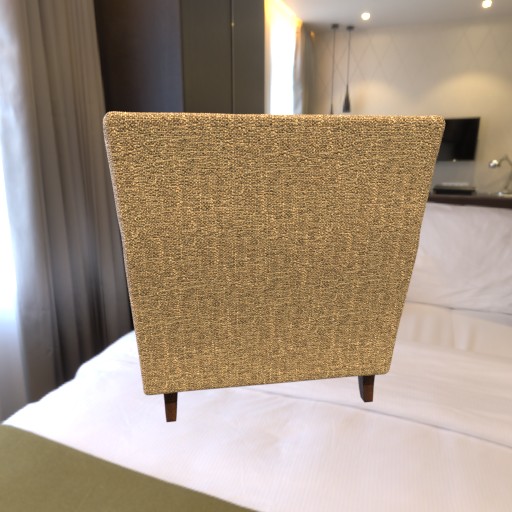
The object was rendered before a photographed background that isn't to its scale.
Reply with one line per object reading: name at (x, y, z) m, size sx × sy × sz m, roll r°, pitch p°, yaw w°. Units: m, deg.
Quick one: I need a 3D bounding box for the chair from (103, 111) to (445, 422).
chair at (0.000, 0.000, 1.601) m, size 0.864 × 0.928 × 0.873 m, roll -2°, pitch 14°, yaw -9°
